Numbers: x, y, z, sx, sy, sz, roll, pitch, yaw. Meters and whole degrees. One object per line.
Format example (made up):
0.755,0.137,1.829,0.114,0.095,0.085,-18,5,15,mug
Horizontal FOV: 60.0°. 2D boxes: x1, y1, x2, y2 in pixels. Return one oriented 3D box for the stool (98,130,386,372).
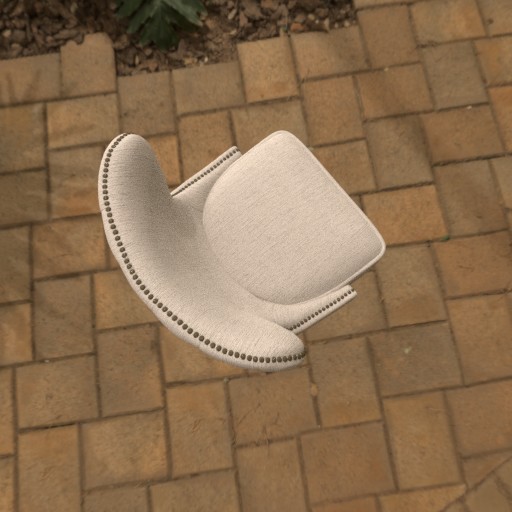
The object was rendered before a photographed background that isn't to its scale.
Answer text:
0.000,0.000,1.344,0.597,0.972,0.615,-37,79,-8,stool
